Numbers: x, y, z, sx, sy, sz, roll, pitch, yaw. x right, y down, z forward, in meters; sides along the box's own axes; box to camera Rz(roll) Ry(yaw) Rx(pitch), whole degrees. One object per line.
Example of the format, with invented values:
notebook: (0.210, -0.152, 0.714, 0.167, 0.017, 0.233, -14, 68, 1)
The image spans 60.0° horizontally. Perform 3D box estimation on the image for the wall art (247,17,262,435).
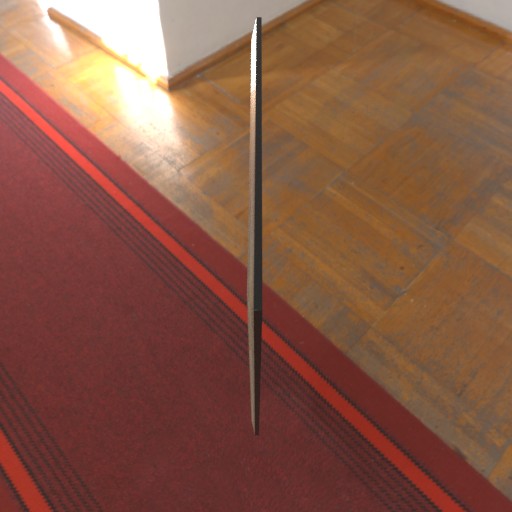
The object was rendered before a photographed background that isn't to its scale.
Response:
wall art: (0.000, 0.000, 0.893, 0.018, 0.660, 0.559, 0, 57, 0)
